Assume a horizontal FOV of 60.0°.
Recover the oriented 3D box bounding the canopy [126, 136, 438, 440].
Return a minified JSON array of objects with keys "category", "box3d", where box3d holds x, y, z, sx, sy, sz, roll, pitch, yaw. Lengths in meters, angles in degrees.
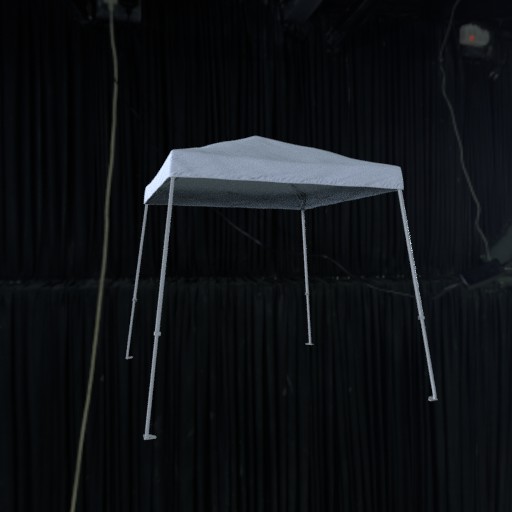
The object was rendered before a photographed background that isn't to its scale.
[{"category":"canopy","box3d":[0.000,0.000,6.673,3.599,3.600,3.600,0,1,-19]}]
